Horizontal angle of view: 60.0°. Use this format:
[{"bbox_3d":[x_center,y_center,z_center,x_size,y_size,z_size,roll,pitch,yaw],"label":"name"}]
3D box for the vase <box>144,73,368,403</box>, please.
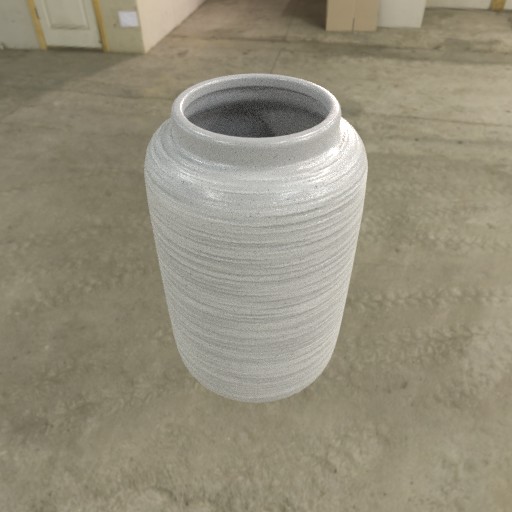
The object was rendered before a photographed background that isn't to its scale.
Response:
[{"bbox_3d":[0.000,0.000,0.473,0.202,0.335,0.202,0,42,0],"label":"vase"}]
